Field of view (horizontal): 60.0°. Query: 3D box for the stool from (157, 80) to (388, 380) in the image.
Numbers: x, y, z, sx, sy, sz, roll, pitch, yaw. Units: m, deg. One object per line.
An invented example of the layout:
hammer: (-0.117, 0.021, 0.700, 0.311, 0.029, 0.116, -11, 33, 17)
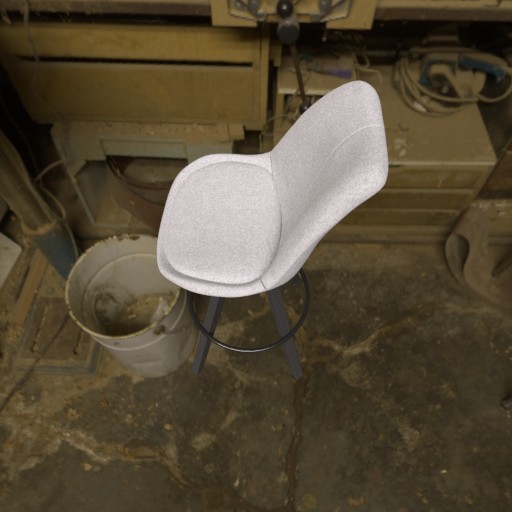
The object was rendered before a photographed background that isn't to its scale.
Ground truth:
stool: (0.000, 0.000, 1.401, 0.550, 1.115, 0.485, 3, 59, 2)
